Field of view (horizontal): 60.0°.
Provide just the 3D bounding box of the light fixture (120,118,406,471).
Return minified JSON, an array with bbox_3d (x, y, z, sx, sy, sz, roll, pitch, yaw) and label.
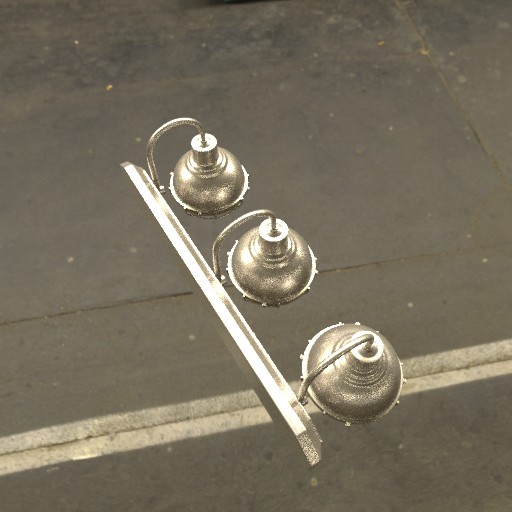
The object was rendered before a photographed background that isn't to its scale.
[{"bbox_3d":[0.000,0.000,0.757,0.229,0.254,0.634,-28,63,-16],"label":"light fixture"}]
